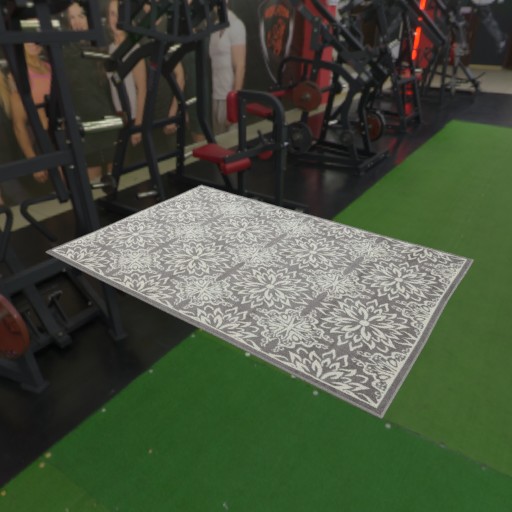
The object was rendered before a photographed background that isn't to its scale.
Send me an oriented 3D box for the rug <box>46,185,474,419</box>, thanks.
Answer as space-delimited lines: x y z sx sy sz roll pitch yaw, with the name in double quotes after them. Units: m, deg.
0.000 0.000 2.288 1.847 0.012 1.224 19 35 31 "rug"
